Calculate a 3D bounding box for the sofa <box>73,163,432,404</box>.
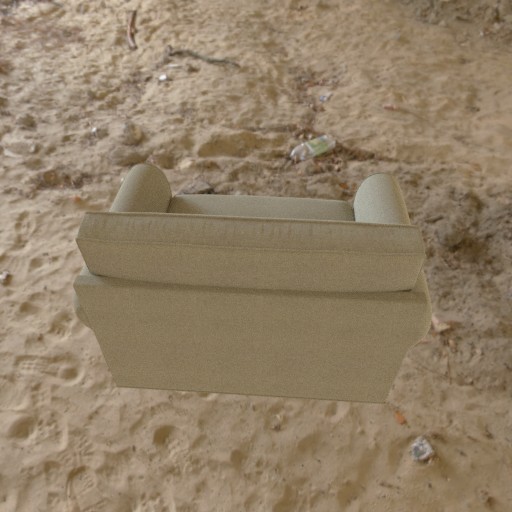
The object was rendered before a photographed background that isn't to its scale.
[{"bbox_3d":[0.000,0.000,2.046,1.405,0.991,0.936,3,45,3],"label":"sofa"}]
